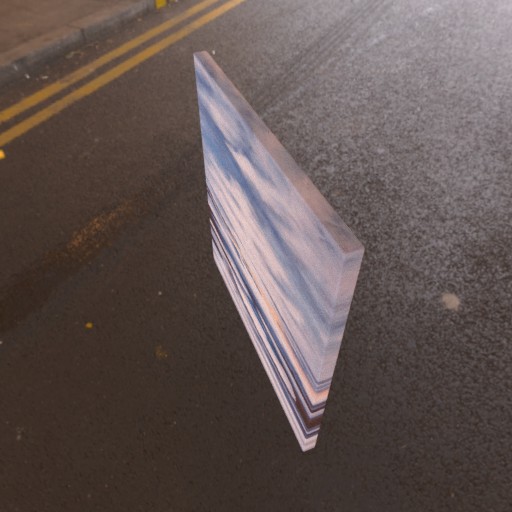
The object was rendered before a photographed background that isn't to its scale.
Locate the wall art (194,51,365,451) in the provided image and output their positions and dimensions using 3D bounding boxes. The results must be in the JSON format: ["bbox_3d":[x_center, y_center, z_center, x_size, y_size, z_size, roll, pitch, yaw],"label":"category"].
[{"bbox_3d":[0.000,0.000,1.131,0.035,0.747,0.747,-16,49,-15],"label":"wall art"}]
